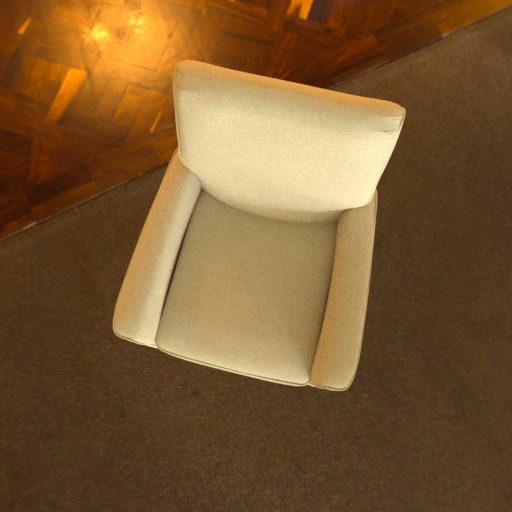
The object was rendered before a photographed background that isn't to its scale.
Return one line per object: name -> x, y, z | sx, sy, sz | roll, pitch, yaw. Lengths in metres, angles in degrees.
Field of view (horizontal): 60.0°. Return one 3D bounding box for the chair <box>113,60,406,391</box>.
chair -> 0.000, 0.000, 1.643 | 0.841, 1.023, 0.858 | 13, 76, 3
